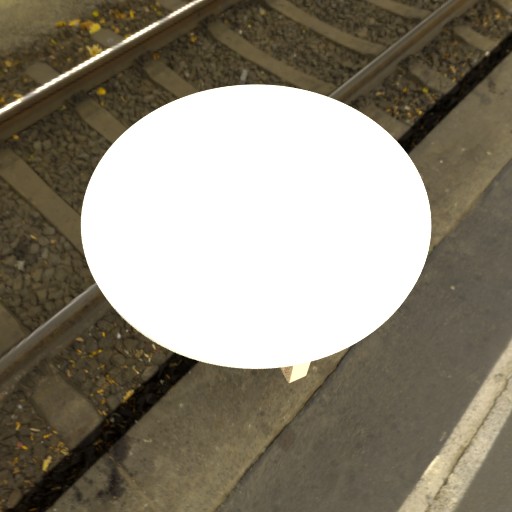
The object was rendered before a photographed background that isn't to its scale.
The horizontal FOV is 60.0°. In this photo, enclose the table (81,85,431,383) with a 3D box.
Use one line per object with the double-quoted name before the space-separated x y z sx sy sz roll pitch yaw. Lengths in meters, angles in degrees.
"table" 0.000 0.000 0.945 0.600 0.400 0.600 0 59 0
